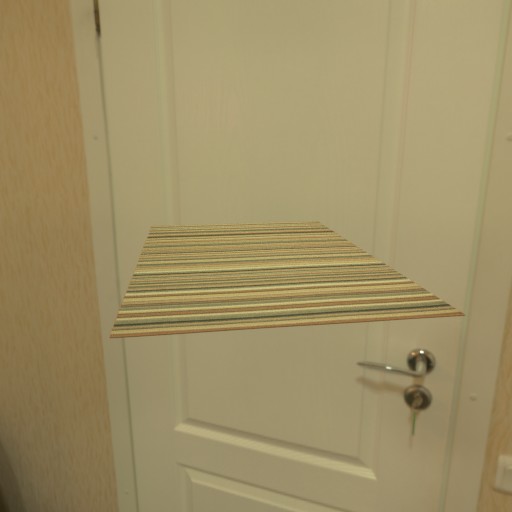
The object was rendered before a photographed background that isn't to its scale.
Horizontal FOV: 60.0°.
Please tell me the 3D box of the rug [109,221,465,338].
[{"bbox_3d":[0.000,0.000,2.352,1.219,0.008,1.829,-2,15,-8],"label":"rug"}]
